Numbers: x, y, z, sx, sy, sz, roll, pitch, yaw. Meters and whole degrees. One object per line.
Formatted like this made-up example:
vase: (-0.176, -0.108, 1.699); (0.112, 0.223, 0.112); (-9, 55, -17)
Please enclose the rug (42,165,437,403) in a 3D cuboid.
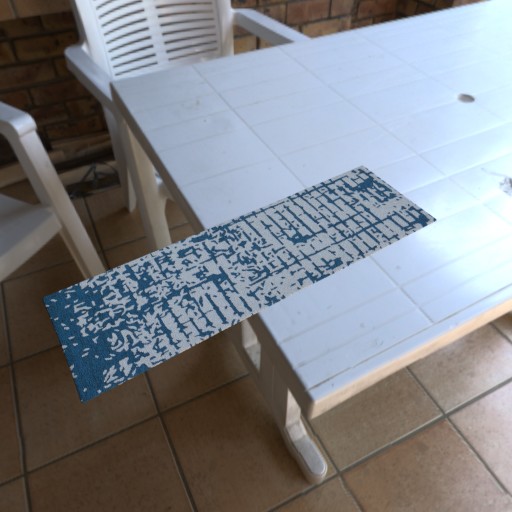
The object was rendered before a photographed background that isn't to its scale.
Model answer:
rug: (0.000, 0.000, 2.773); (2.435, 0.011, 0.750); (-25, 51, -22)
